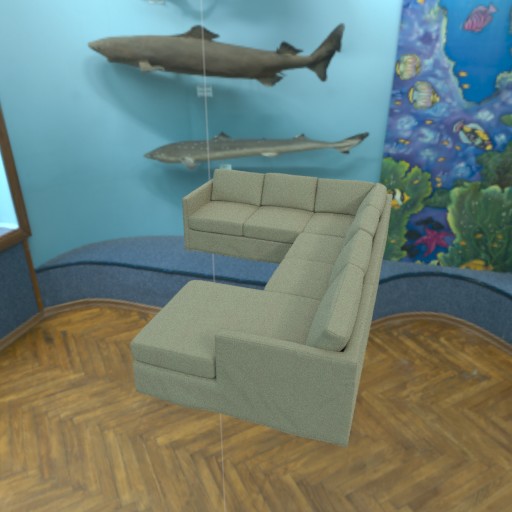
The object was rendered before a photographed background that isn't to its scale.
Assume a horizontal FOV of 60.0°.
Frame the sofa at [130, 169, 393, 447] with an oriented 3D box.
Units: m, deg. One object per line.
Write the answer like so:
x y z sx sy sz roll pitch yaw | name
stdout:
0.000 0.000 4.506 2.427 0.882 3.460 8 27 17 | sofa
